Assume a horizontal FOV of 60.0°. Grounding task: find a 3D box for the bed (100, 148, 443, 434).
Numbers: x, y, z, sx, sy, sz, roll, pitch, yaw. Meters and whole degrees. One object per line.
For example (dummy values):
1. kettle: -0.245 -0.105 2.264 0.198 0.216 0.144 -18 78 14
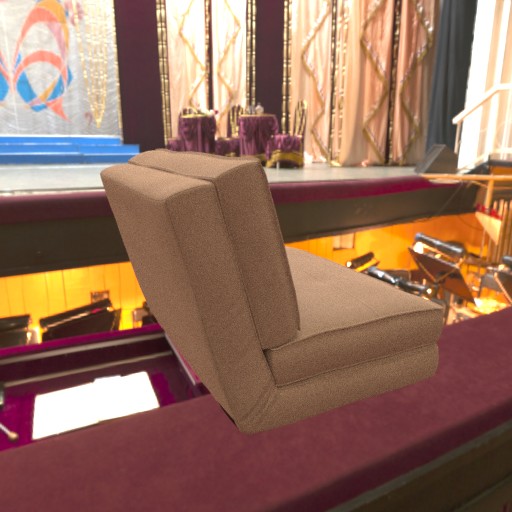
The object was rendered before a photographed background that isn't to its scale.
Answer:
1. bed: 0.000 0.000 1.319 0.749 0.614 0.799 -7 16 -26
